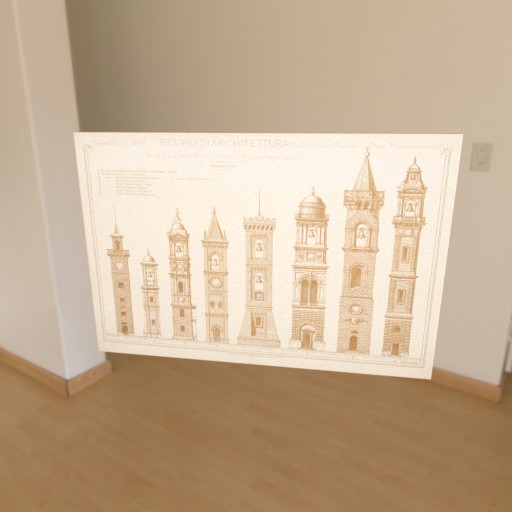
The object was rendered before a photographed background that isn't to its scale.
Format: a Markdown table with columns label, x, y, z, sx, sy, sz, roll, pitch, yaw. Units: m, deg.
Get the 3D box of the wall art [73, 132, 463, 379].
| label | x | y | z | sx | sy | sz | roll | pitch | yaw |
| --- | --- | --- | --- | --- | --- | --- | --- | --- | --- |
| wall art | 0.000 | 0.000 | 1.134 | 0.915 | 0.608 | 0.033 | 3 | 17 | 9 |
